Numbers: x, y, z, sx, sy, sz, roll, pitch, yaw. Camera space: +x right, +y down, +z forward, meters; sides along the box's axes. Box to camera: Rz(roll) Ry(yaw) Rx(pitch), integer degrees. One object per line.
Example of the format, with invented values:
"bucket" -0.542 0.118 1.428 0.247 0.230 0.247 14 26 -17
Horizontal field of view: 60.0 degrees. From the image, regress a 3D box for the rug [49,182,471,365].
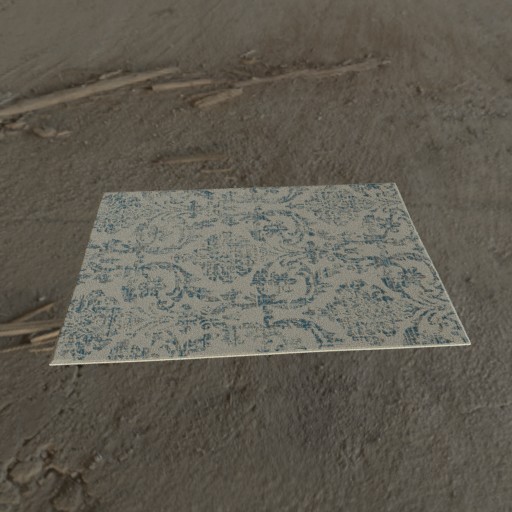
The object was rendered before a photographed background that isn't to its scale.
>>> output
"rug" 0.000 0.000 2.344 1.831 0.012 1.213 -2 45 -2
